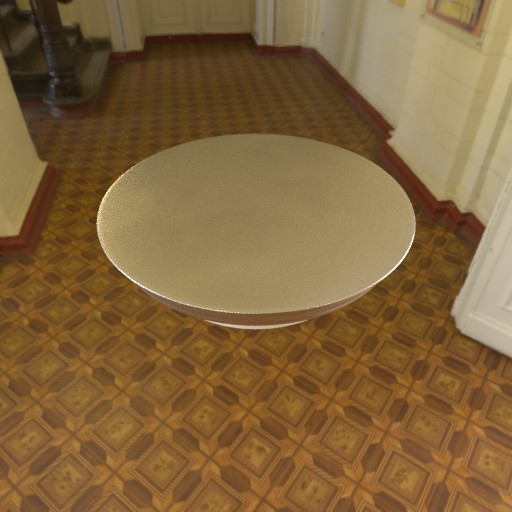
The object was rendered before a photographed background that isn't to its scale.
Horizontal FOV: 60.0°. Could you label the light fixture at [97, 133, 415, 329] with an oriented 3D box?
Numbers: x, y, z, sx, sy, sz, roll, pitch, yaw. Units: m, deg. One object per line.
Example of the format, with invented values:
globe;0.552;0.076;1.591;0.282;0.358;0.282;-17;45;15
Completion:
light fixture;0.000;0.000;0.446;0.280;0.135;0.280;0;40;0
